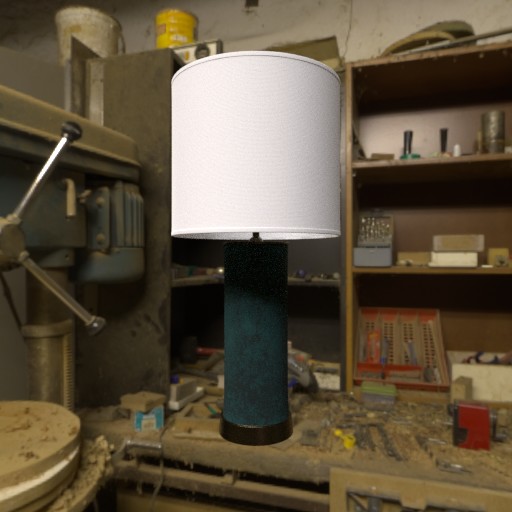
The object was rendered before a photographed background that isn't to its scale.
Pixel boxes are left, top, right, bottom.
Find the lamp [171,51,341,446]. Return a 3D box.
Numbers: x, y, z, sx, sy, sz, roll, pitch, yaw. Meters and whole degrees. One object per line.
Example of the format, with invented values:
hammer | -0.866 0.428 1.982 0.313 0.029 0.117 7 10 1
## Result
lamp | 0.000 0.000 0.801 0.301 0.630 0.301 0 0 18
